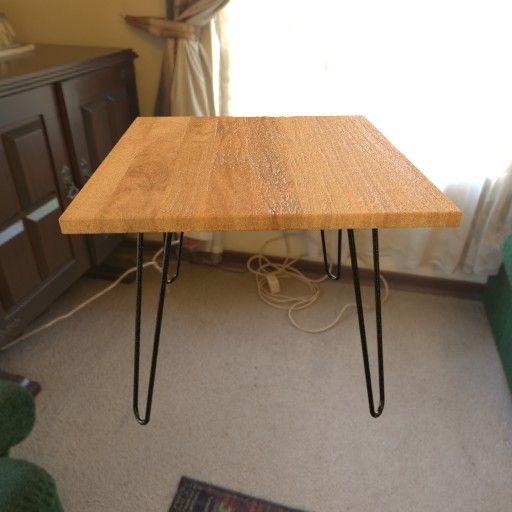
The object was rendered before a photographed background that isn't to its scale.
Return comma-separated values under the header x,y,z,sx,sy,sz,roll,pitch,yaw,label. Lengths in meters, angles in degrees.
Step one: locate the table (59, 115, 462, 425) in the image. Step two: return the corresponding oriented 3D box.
x,y,z,sx,sy,sz,roll,pitch,yaw,label
0.000,0.000,1.038,0.599,0.500,0.599,-1,31,-2,table
